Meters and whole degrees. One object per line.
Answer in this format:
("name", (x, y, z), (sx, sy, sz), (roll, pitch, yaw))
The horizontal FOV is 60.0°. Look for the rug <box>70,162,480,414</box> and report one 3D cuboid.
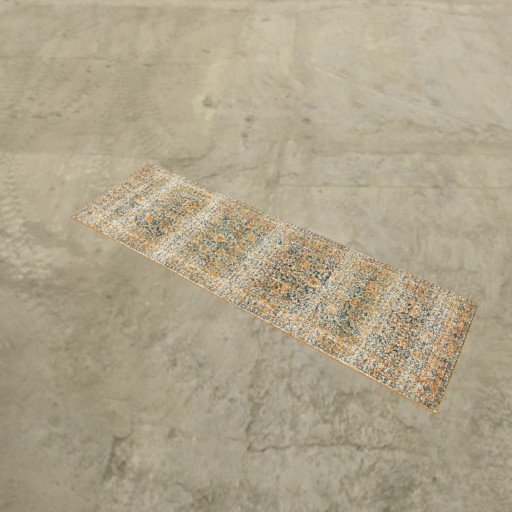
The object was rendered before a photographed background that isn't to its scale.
("rug", (0.000, 0.000, 2.509), (2.294, 0.014, 0.704), (25, 51, 22))
